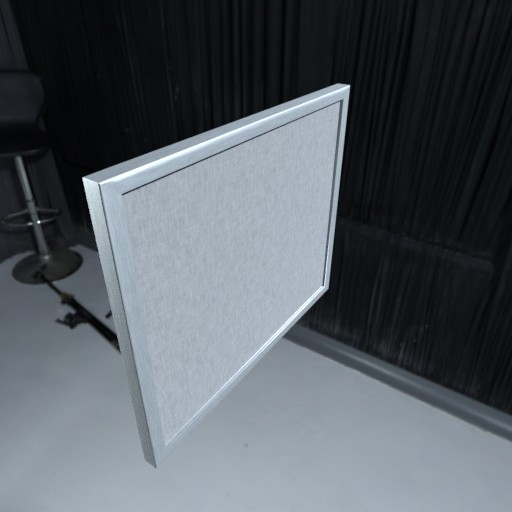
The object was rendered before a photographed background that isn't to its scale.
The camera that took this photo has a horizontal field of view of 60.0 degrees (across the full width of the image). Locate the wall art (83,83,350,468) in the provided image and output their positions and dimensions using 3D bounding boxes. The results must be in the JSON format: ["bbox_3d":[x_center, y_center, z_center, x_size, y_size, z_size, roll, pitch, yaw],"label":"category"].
[{"bbox_3d":[0.000,0.000,0.740,0.028,0.457,0.556,21,37,29],"label":"wall art"}]
